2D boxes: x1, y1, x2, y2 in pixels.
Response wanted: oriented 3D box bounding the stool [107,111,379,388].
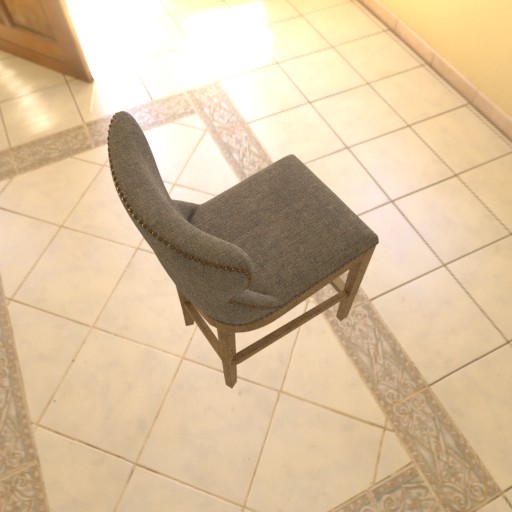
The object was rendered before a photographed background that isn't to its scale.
[{"bbox_3d":[0.000,0.000,1.339,0.608,0.981,0.498,-32,64,-18],"label":"stool"}]
